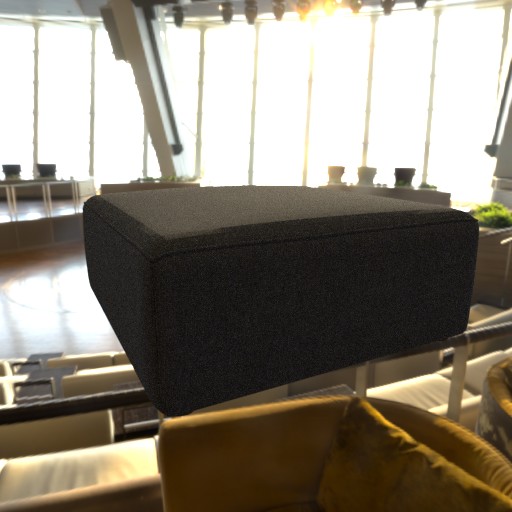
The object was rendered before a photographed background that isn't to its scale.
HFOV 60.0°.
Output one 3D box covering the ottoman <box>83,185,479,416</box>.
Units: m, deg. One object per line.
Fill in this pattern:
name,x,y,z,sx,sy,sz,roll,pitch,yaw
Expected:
ottoman,0.000,0.000,1.522,1.000,0.439,1.000,-7,16,-27
